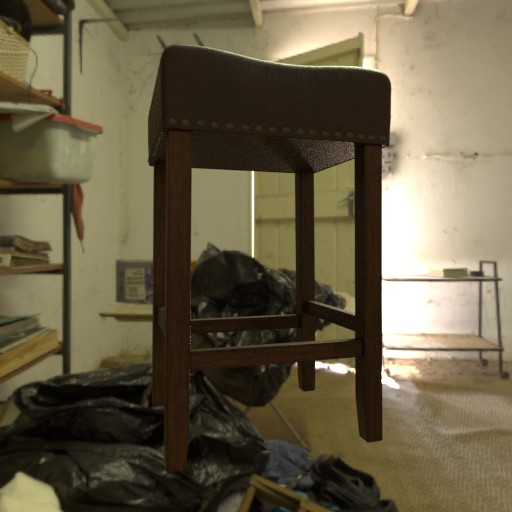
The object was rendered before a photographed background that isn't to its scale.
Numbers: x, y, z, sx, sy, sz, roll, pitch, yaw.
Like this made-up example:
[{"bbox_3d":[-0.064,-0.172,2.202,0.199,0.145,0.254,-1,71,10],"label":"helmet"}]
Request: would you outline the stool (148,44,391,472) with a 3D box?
[{"bbox_3d":[0.000,0.000,1.030,0.465,0.769,0.401,0,1,-17],"label":"stool"}]
